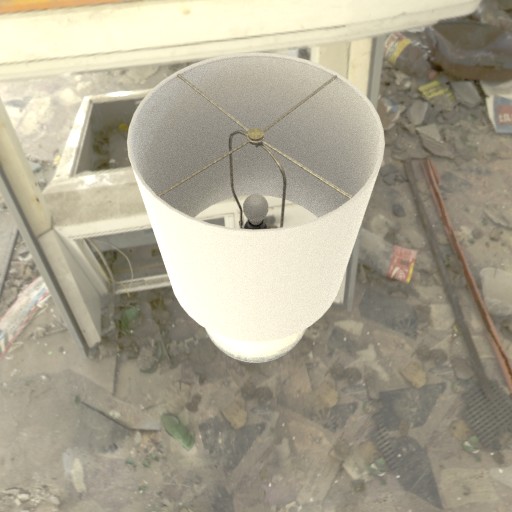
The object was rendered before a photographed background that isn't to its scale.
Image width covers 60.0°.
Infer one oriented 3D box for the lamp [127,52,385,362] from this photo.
[{"bbox_3d":[0.000,0.000,0.547,0.216,0.404,0.216,13,59,8],"label":"lamp"}]
